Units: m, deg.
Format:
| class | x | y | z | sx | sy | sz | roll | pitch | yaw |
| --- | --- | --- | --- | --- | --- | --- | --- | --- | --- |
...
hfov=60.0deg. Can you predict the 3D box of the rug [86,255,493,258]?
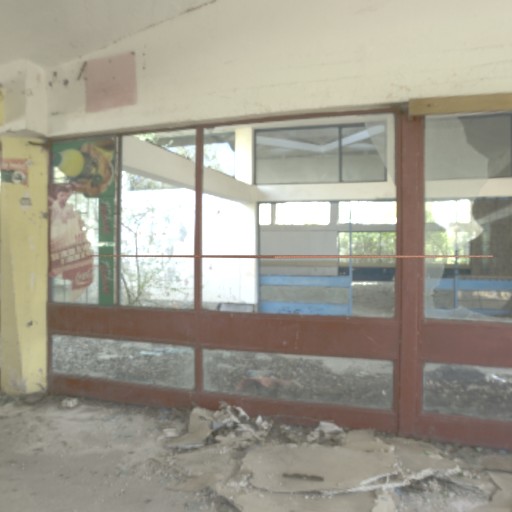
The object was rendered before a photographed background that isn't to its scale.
| class | x | y | z | sx | sy | sz | roll | pitch | yaw |
| --- | --- | --- | --- | --- | --- | --- | --- | --- | --- |
| rug | 0.000 | 0.000 | 2.304 | 1.217 | 0.007 | 1.828 | 0 | 0 | -36 |
